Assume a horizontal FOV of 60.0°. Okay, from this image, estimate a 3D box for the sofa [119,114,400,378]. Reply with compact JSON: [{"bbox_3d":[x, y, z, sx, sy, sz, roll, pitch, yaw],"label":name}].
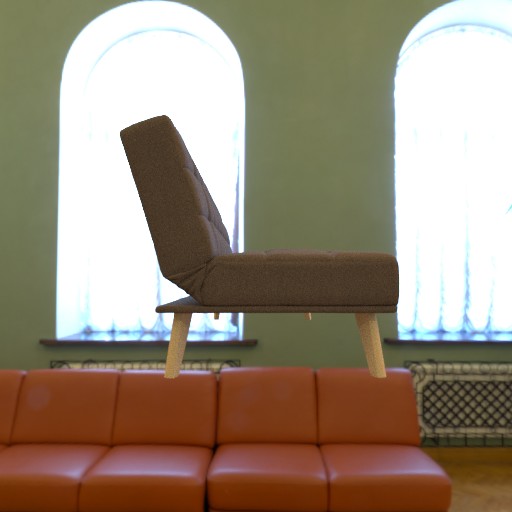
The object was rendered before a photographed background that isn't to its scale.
[{"bbox_3d":[0.000,0.000,2.227,0.860,0.810,1.800,0,-2,-1],"label":"sofa"}]
